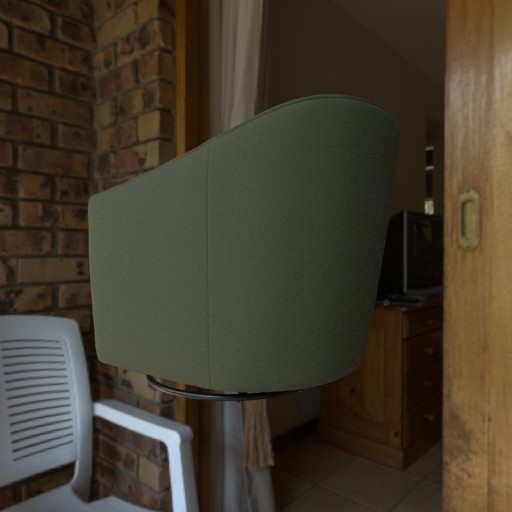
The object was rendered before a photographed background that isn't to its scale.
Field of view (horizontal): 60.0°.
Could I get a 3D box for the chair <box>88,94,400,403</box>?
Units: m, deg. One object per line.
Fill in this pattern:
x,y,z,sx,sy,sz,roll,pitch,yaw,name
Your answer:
0.000,0.000,1.436,0.875,0.799,0.747,1,1,36,chair
